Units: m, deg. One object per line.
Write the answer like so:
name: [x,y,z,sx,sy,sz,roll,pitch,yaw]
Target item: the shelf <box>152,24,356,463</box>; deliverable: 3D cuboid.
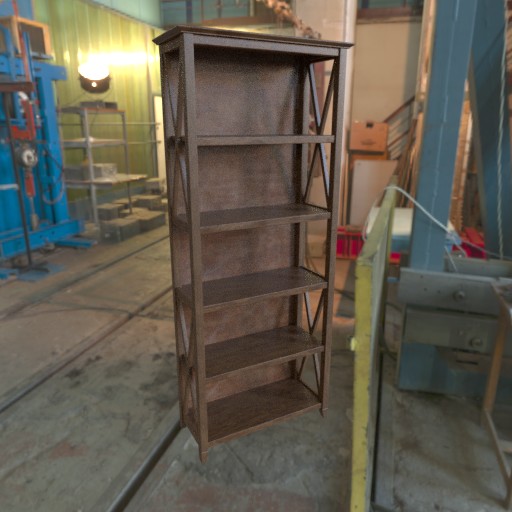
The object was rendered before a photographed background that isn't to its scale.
shelf: [0.000,0.000,2.157,0.805,1.905,0.335,-9,19,-27]
